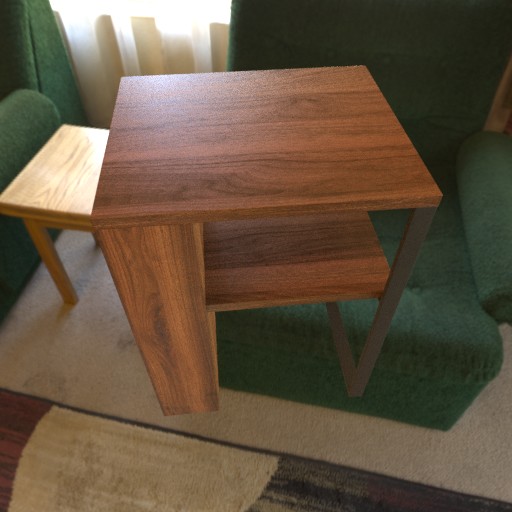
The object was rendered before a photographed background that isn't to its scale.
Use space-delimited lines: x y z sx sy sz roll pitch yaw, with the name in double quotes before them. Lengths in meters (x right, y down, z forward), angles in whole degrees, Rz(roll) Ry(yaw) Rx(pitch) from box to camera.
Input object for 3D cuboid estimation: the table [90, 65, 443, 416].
"table" 0.000 0.000 1.585 0.786 1.041 0.660 -4 48 -4
